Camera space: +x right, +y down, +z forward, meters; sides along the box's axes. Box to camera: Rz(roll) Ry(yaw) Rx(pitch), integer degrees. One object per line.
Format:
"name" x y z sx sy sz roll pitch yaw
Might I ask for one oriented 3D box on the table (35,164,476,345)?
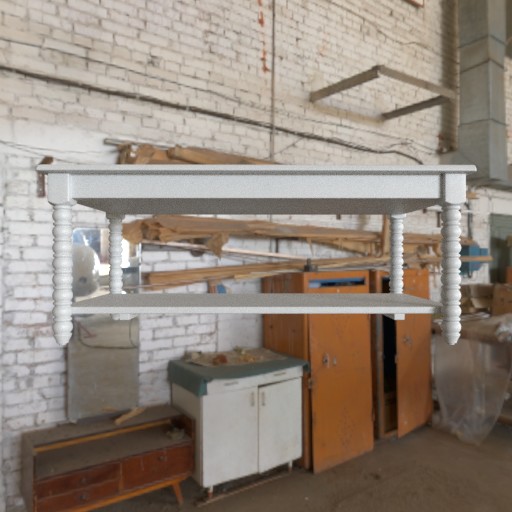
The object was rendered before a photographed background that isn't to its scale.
"table" 0.000 0.000 1.456 1.171 0.487 0.580 0 0 0
